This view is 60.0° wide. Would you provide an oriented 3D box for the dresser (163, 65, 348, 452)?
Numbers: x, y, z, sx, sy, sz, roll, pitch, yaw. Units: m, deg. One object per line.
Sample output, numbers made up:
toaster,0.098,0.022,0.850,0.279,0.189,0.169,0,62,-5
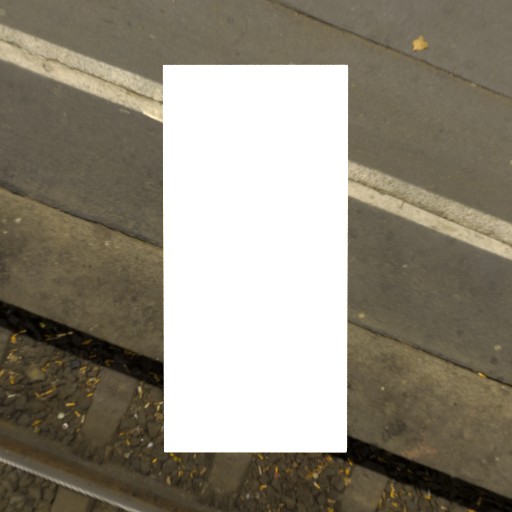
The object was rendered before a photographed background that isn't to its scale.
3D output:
dresser,0.000,0.000,1.436,0.380,1.040,0.800,0,91,0
